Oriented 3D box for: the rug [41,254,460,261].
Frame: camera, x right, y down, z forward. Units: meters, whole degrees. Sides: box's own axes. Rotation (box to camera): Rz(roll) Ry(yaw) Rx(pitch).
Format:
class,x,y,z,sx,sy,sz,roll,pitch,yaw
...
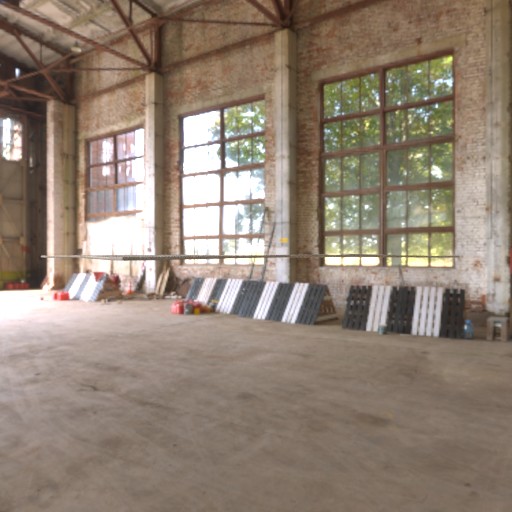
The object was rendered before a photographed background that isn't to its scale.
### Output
class,x,y,z,sx,sy,sz,roll,pitch,yaw
rug,0.000,0.000,2.261,1.804,0.022,1.162,0,0,-36
